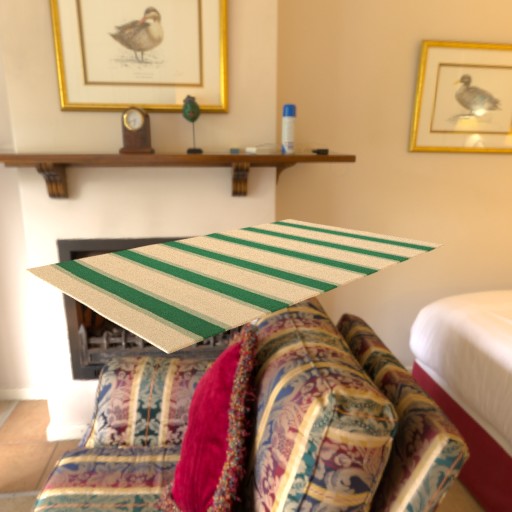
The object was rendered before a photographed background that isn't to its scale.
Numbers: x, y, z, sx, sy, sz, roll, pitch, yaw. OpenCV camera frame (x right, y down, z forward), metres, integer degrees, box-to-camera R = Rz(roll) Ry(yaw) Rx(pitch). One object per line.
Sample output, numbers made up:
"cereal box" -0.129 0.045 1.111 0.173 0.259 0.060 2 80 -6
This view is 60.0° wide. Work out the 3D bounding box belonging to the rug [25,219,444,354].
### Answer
"rug" 0.000 0.000 2.988 2.436 0.015 1.521 -14 20 -43
